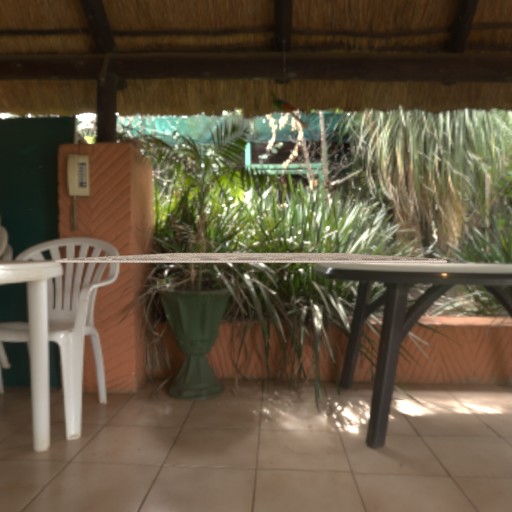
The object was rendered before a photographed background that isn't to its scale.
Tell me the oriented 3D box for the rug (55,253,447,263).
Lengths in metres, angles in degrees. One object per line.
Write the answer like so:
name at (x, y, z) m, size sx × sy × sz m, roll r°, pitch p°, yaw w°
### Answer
rug at (0.000, 0.000, 2.270) m, size 1.206 × 0.012 × 1.824 m, roll 0°, pitch 1°, yaw 1°
